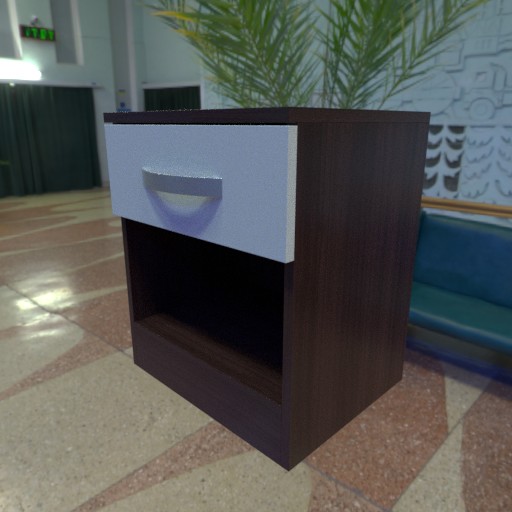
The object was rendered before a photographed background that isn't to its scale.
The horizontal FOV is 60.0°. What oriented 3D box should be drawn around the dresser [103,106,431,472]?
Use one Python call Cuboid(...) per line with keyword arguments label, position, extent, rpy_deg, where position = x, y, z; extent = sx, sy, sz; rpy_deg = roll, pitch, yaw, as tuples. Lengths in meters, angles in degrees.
Cuboid(label="dresser", position=(0.000, 0.000, 0.761), extent=(0.400, 0.470, 0.360), rpy_deg=(16, 23, 42))
